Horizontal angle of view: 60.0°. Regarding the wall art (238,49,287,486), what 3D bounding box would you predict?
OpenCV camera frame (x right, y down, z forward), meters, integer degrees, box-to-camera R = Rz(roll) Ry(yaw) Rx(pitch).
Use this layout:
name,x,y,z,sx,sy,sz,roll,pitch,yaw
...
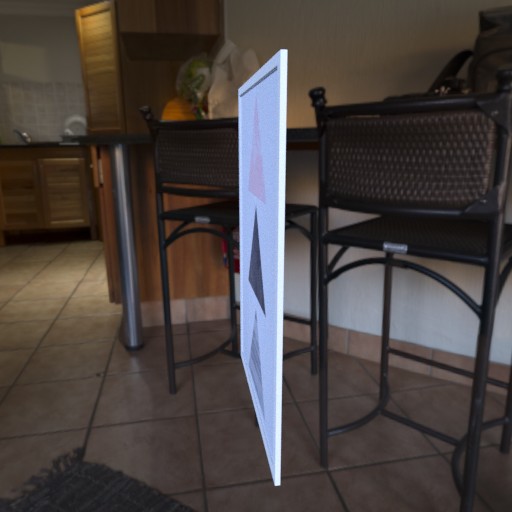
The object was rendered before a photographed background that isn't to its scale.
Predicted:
name,x,y,z,sx,sy,sz,roll,pitch,yaw
wall art,0.000,0.000,1.233,0.013,0.940,0.659,-2,15,-9
